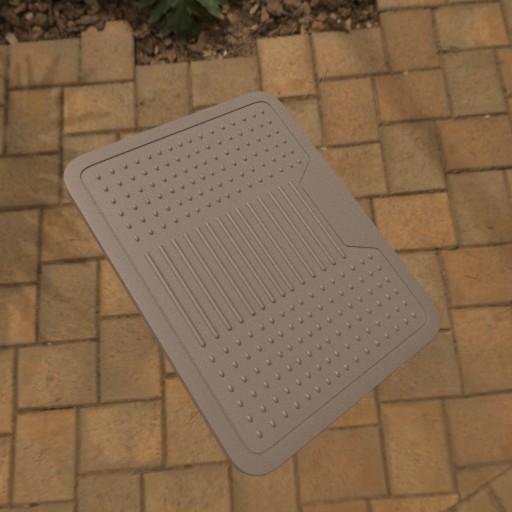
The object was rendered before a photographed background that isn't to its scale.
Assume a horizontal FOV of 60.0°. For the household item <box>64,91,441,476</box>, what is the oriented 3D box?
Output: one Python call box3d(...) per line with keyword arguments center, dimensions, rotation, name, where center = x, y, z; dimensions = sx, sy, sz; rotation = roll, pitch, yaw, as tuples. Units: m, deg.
box3d(center=(0.000, 0.000, 0.524), dimensions=(0.301, 0.126, 0.390), rotation=(-33, 79, -7), name="household item")
